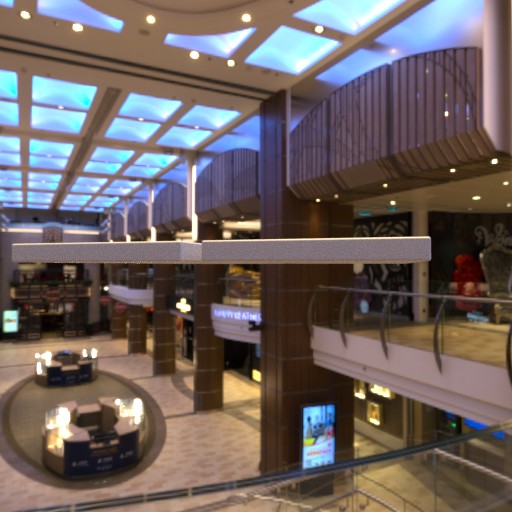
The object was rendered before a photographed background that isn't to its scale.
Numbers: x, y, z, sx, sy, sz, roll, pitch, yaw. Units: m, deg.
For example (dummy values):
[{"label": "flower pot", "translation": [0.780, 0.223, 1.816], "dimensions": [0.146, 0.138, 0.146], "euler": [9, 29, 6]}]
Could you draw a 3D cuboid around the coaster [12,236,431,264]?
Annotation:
[{"label": "coaster", "translation": [0.000, 0.000, 0.317], "dimensions": [0.214, 0.010, 0.219], "euler": [0, -1, 16]}]
